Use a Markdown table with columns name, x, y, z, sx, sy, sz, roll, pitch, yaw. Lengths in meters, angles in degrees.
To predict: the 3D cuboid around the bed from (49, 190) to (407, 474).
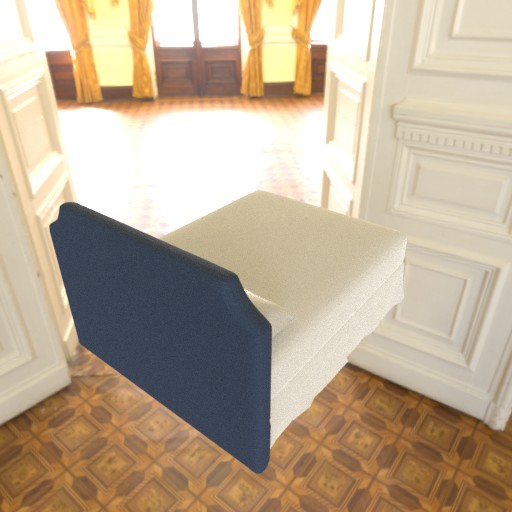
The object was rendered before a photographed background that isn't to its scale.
| name | x | y | z | sx | sy | sz | roll | pitch | yaw |
| --- | --- | --- | --- | --- | --- | --- | --- | --- | --- |
| bed | 0.000 | 0.000 | 3.476 | 1.831 | 1.297 | 2.260 | 22 | 37 | 32 |
